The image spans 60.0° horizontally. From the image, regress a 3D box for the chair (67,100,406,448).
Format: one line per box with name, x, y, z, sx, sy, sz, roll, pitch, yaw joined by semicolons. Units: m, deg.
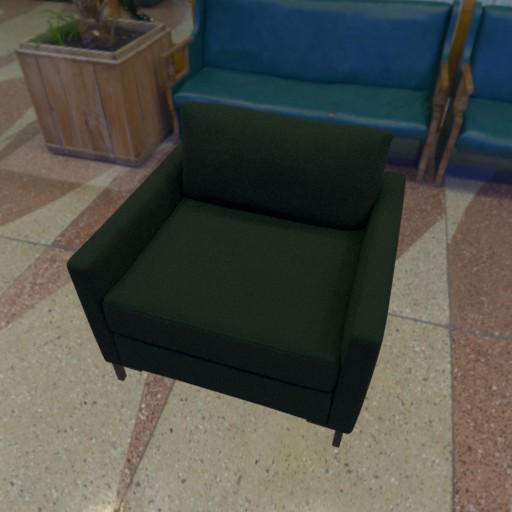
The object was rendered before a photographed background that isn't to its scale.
chair;0.000;0.000;1.628;0.963;0.861;0.866;12;43;13
